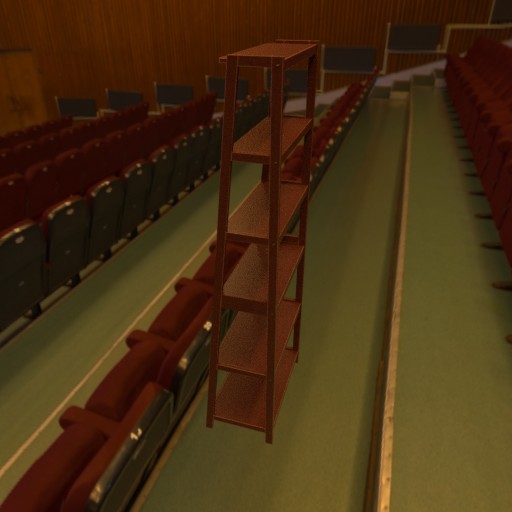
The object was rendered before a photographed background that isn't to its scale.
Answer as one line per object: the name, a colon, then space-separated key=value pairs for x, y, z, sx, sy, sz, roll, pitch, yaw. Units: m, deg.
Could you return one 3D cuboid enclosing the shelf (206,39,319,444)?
shelf: x=0.000 y=0.000 z=2.203 sx=0.381 sy=1.892 sz=0.660 roll=9 pitch=31 yaw=15
